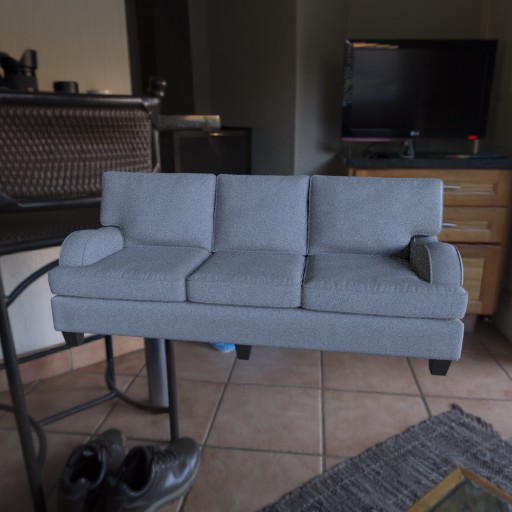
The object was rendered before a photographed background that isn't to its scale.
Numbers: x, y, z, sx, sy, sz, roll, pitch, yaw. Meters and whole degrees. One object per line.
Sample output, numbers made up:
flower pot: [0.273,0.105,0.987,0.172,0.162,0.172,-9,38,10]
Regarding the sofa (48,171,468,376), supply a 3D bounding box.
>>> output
sofa: [0.000,0.000,2.819,2.323,0.997,1.016,2,15,9]
